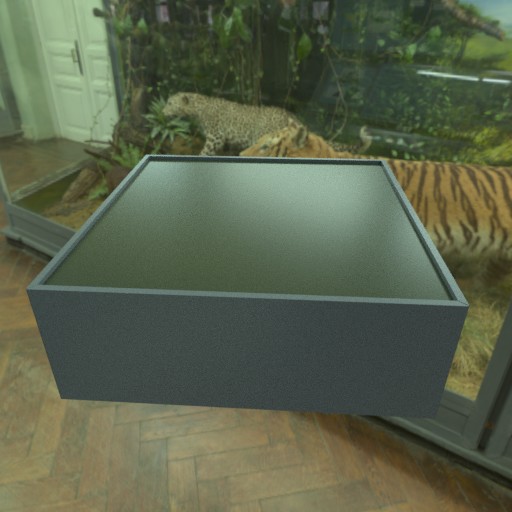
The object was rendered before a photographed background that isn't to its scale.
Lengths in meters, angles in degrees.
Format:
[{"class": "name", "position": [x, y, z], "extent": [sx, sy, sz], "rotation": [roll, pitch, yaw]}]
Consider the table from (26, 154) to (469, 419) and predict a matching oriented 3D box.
[{"class": "table", "position": [0.000, 0.000, 1.217], "extent": [0.801, 0.299, 0.801], "rotation": [2, 31, 3]}]
